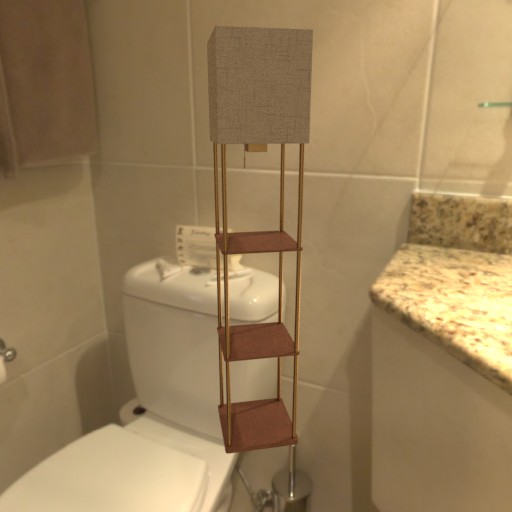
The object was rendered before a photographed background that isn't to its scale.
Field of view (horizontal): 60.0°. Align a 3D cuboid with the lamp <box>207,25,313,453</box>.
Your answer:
[{"bbox_3d":[0.000,0.000,1.743,0.310,1.569,0.308,-3,17,-10],"label":"lamp"}]
